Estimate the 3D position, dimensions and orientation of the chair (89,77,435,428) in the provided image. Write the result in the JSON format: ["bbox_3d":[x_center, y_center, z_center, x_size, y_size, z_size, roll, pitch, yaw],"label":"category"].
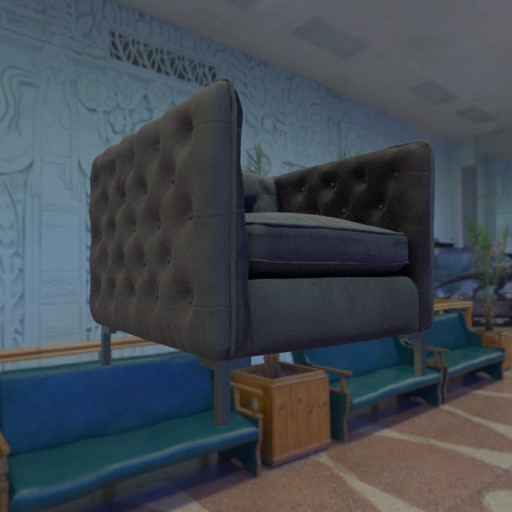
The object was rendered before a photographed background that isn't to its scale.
[{"bbox_3d":[0.000,0.000,1.589,0.946,0.807,0.913,1,-2,-37],"label":"chair"}]
